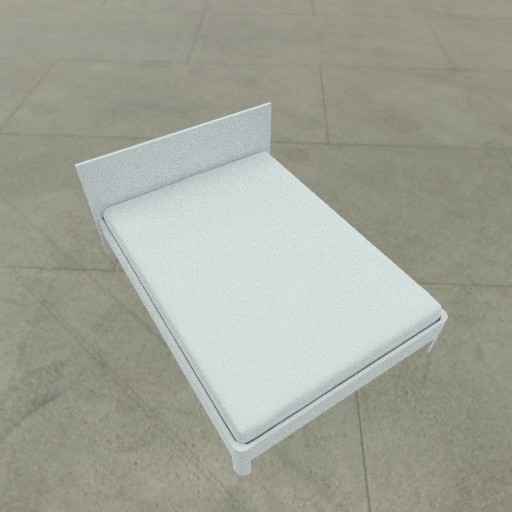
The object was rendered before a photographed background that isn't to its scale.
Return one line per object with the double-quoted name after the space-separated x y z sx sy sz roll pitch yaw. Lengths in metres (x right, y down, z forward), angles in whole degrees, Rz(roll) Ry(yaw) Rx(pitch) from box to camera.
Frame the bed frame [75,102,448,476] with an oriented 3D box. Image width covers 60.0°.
0.000 0.000 2.823 1.490 0.800 1.950 -25 52 -22 "bed frame"
